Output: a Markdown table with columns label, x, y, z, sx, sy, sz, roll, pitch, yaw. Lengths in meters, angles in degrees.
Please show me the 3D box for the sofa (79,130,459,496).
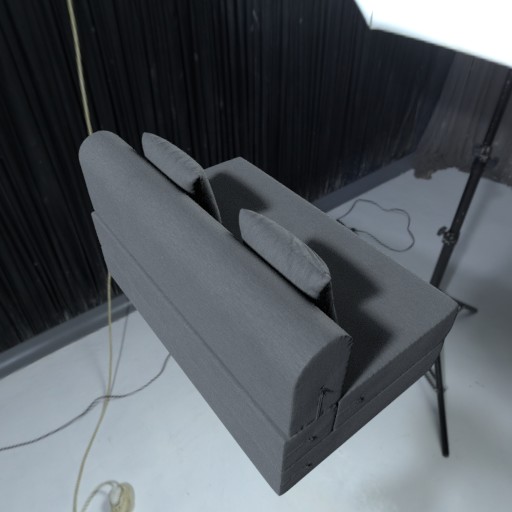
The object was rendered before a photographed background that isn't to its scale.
| label | x | y | z | sx | sy | sz | roll | pitch | yaw |
| --- | --- | --- | --- | --- | --- | --- | --- | --- | --- |
| sofa | 0.000 | 0.000 | 1.624 | 0.762 | 0.670 | 1.225 | -27 | 48 | -27 |
